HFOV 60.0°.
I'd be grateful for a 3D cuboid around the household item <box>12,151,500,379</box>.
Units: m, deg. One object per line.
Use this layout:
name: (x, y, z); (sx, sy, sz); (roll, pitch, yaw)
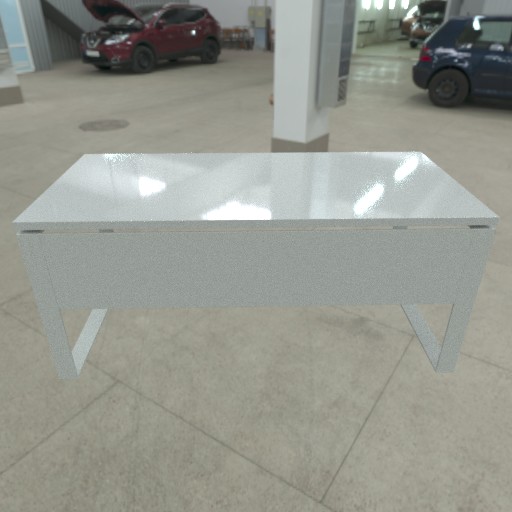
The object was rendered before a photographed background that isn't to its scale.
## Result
household item: (0.000, 0.000, 2.076); (1.700, 0.745, 0.800); (-1, 30, -1)
